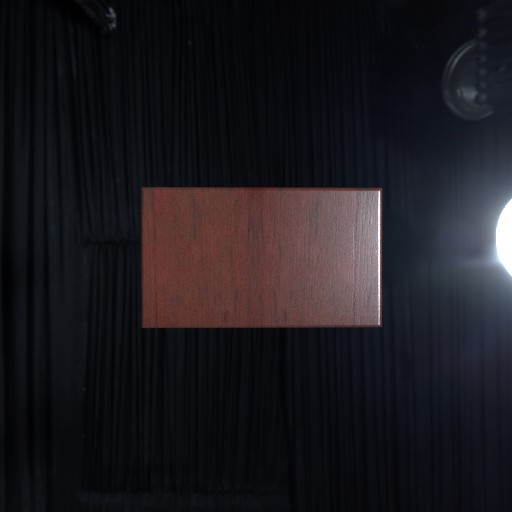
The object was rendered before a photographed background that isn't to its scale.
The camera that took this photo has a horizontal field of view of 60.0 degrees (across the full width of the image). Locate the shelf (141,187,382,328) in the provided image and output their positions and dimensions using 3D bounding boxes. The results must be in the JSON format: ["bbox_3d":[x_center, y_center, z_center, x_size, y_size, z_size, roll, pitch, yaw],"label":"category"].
[{"bbox_3d":[0.000,0.000,0.509,0.152,0.088,0.457,0,0,-1],"label":"shelf"}]
